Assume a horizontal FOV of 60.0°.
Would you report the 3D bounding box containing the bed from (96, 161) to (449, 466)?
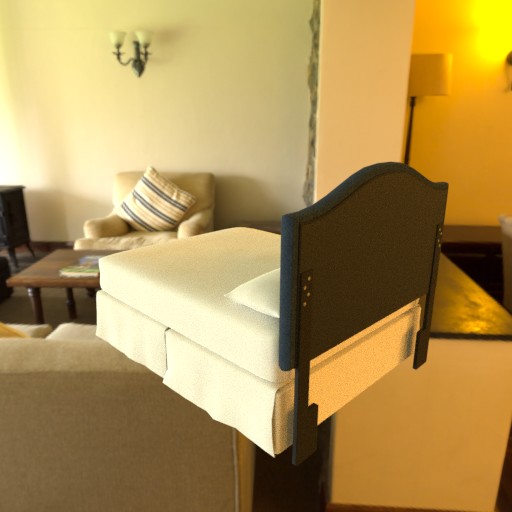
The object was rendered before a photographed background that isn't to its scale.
[{"bbox_3d":[0.000,0.000,3.349,1.713,1.518,2.153,-16,23,-42],"label":"bed"}]
